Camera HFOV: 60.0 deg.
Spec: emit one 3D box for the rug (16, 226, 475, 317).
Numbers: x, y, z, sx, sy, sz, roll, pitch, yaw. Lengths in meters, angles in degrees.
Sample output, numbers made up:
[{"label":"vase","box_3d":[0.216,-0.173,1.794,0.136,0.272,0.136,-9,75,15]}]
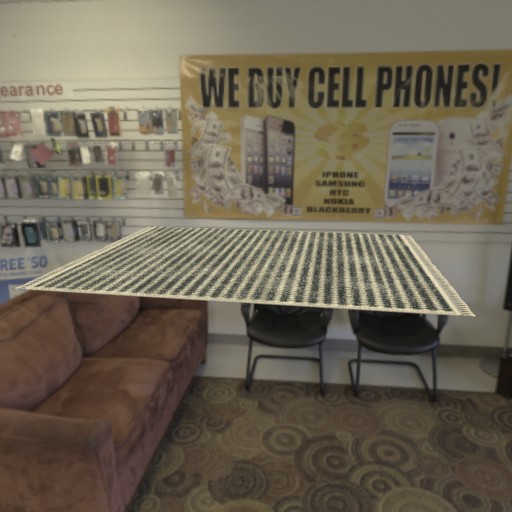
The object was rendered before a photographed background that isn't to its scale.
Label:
[{"label":"rug","box_3d":[0.000,0.000,3.817,2.910,0.013,2.256,2,15,9]}]
